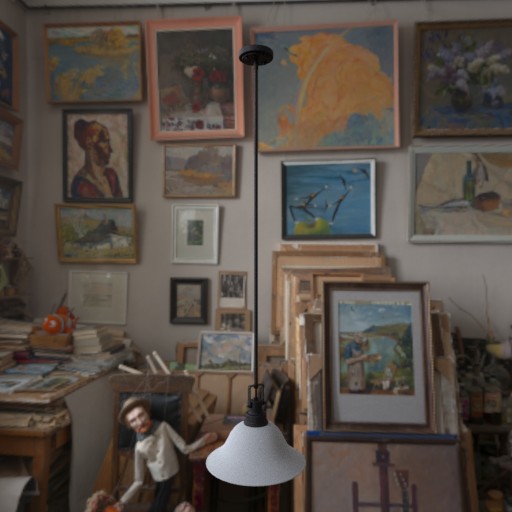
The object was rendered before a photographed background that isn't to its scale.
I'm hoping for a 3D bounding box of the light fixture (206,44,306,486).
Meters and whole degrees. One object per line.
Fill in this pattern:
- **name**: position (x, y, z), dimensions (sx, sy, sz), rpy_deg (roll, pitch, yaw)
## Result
- **light fixture**: position (0.000, 0.000, 1.451), dimensions (0.324, 1.337, 0.324), rpy_deg (0, -1, -35)
